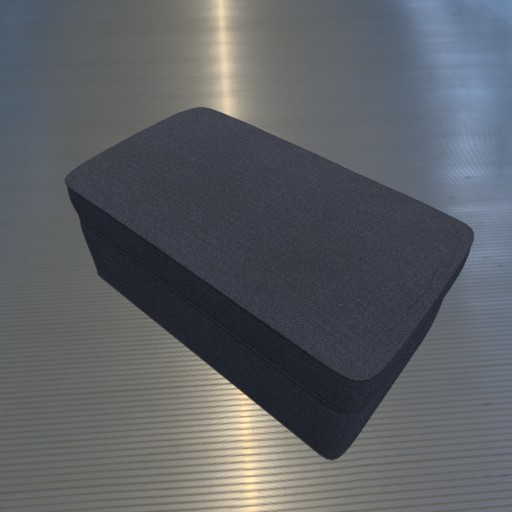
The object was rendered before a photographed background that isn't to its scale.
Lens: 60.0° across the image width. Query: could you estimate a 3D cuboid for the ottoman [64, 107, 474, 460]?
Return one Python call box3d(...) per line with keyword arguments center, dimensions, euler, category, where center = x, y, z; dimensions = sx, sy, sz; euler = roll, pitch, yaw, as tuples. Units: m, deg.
box3d(center=(0.000, 0.000, 1.169), dimensions=(0.895, 0.453, 0.505), euler=(32, 55, 26), category="ottoman")
